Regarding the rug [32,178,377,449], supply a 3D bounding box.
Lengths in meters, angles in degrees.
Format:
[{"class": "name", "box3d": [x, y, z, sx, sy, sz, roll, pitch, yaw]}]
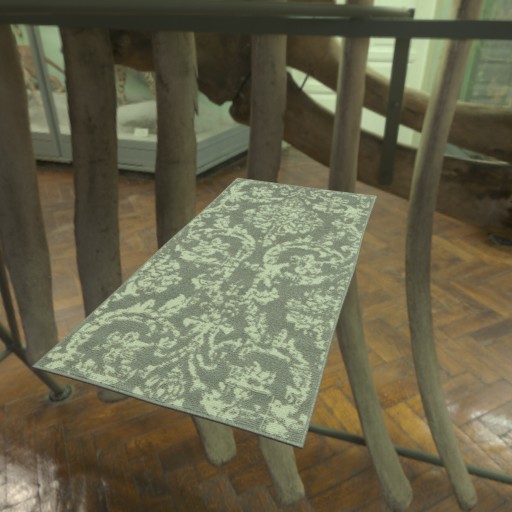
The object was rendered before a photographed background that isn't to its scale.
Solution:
[{"class": "rug", "box3d": [0.000, 0.000, 1.369, 0.604, 0.007, 1.219, 10, 32, 17]}]
